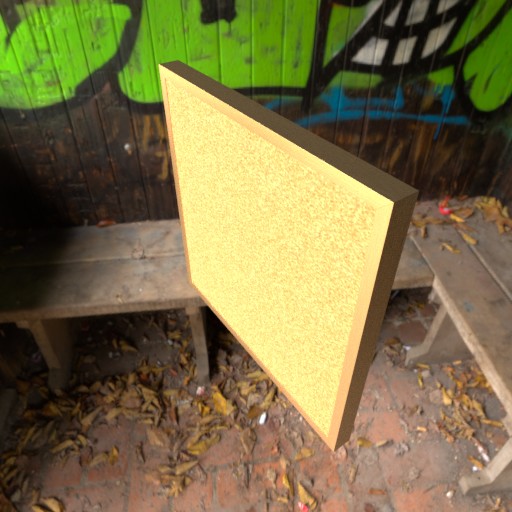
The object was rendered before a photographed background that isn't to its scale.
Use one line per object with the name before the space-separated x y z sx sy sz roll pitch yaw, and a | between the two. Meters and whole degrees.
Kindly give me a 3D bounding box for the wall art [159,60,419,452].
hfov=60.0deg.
wall art | 0.000 0.000 0.758 0.037 0.509 0.510 -25 46 -26
